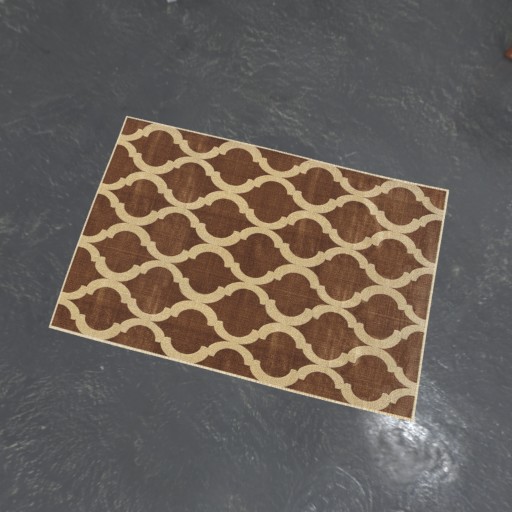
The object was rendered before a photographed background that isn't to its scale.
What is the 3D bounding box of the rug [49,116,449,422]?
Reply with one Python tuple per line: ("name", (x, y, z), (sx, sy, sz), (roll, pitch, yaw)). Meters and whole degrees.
("rug", (0.000, 0.000, 2.854), (2.284, 0.008, 1.522), (14, 76, 3))
